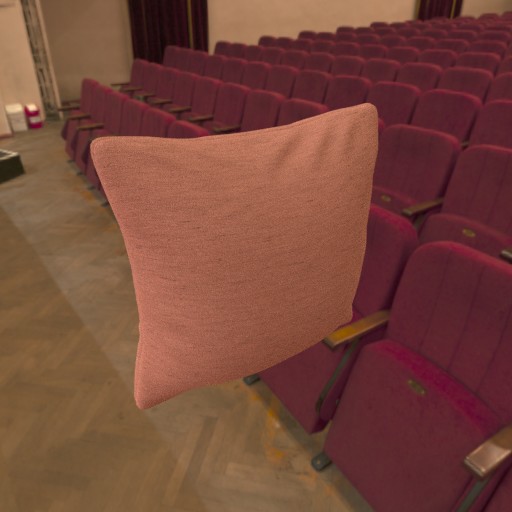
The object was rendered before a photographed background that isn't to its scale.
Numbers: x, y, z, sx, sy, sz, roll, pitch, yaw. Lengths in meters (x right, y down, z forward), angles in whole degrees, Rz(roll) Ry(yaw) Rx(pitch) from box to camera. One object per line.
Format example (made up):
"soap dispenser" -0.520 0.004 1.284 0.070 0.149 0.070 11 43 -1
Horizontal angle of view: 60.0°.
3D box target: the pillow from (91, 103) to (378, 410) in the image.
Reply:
"pillow" 0.000 0.000 0.681 0.432 0.415 0.246 -17 33 -27
